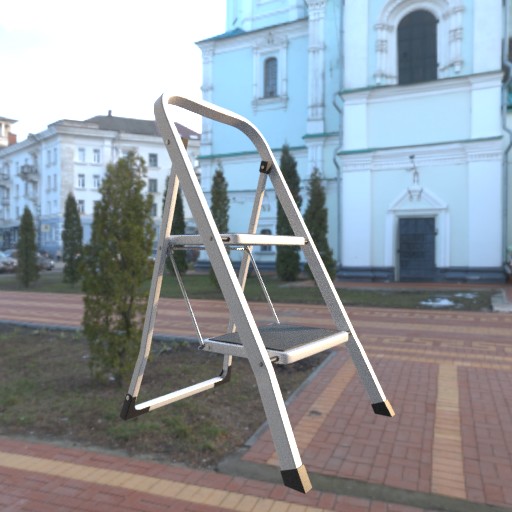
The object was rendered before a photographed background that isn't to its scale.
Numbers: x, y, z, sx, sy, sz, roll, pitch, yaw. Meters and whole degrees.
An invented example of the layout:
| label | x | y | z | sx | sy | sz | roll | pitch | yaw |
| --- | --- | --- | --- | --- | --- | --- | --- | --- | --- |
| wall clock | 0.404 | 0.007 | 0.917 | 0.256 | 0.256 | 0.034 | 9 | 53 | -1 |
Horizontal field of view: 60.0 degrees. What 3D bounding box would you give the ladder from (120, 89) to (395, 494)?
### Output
| label | x | y | z | sx | sy | sz | roll | pitch | yaw |
| --- | --- | --- | --- | --- | --- | --- | --- | --- | --- |
| ladder | 0.000 | 0.000 | 1.100 | 0.544 | 0.810 | 0.460 | 0 | 1 | 36 |
